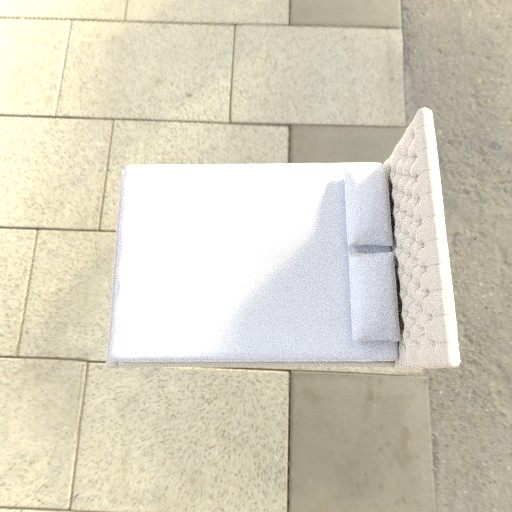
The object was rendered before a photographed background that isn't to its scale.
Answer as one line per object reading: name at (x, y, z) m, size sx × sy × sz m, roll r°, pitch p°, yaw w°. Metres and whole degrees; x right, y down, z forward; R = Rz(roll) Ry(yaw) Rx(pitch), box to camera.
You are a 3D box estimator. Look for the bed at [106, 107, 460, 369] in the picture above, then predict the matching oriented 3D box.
bed at (0.000, 0.000, 3.421) m, size 2.387 × 1.427 × 1.698 m, roll 0°, pitch 76°, yaw 0°
